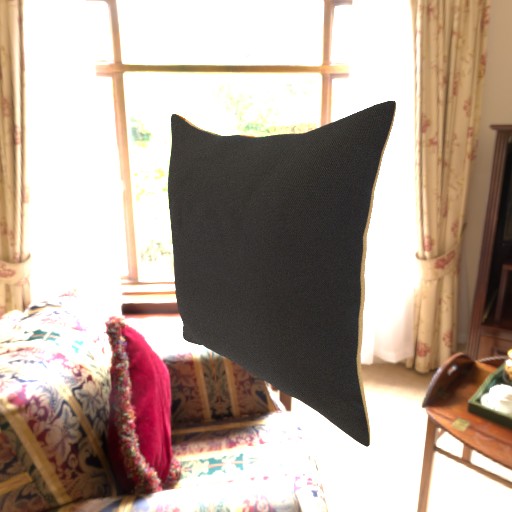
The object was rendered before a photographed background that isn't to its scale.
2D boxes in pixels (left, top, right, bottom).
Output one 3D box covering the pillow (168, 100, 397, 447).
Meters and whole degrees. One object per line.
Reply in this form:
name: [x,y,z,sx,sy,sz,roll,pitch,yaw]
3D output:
pillow: [0.000,0.000,0.715,0.173,0.454,0.463,-13,20,-41]
